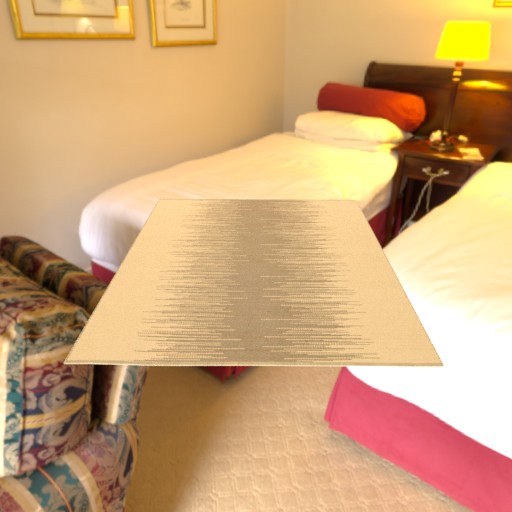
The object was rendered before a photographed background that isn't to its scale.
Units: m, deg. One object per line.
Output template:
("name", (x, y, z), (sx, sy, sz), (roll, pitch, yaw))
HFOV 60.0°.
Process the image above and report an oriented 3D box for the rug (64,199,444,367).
("rug", (0.000, 0.000, 4.183), (2.453, 0.010, 3.037), (0, 28, 1))
